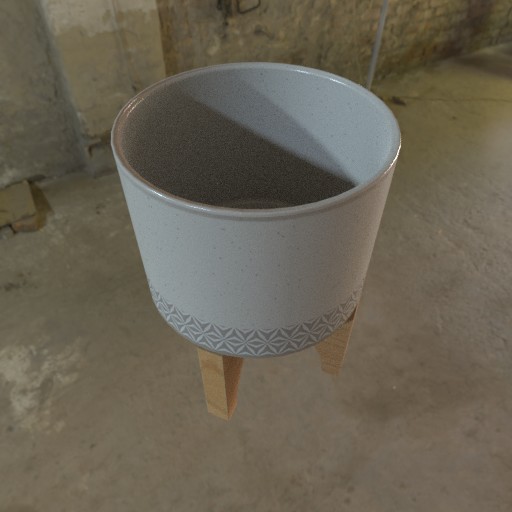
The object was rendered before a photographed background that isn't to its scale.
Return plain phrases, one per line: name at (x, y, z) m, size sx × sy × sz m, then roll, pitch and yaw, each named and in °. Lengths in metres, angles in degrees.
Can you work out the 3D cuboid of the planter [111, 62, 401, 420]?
planter at (0.000, 0.000, 0.266) m, size 0.130 × 0.178 × 0.130 m, roll 0°, pitch 46°, yaw 0°
